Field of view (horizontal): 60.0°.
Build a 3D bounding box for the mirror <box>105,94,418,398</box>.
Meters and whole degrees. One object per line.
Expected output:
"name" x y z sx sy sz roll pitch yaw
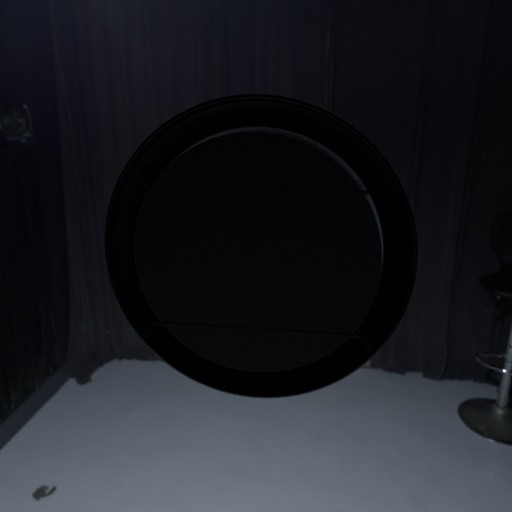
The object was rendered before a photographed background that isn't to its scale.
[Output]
"mirror" 0.000 0.000 1.329 0.907 0.907 0.111 2 16 8
